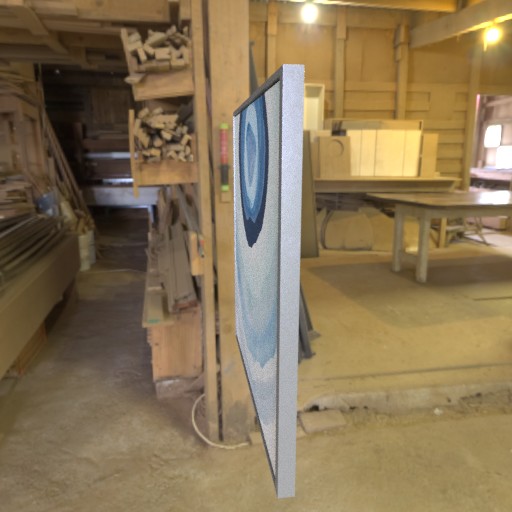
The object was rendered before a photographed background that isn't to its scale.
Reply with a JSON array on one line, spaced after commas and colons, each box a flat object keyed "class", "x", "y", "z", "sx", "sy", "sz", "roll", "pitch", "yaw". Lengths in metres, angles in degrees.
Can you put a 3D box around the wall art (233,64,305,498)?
[{"class": "wall art", "x": 0.000, "y": 0.000, "z": 1.185, "sx": 0.038, "sy": 0.807, "sz": 0.809, "roll": -2, "pitch": 13, "yaw": -8}]
